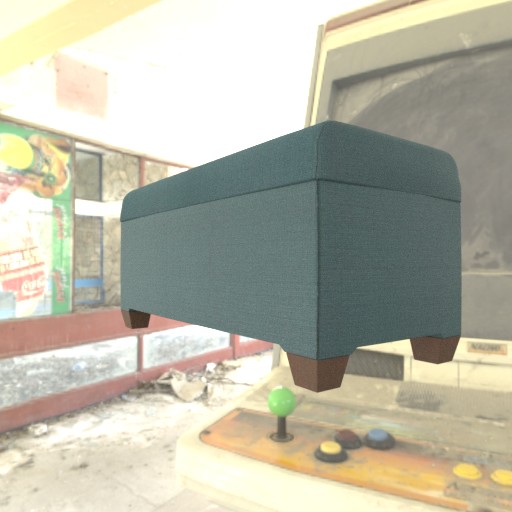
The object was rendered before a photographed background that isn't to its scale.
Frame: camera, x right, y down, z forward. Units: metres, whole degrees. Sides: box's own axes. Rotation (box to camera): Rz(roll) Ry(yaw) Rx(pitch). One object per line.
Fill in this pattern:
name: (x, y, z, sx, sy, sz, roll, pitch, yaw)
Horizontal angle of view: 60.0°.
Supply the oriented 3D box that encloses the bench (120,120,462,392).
bench: (0.000, 0.000, 1.246, 0.476, 0.474, 0.995, 1, -1, -36)
